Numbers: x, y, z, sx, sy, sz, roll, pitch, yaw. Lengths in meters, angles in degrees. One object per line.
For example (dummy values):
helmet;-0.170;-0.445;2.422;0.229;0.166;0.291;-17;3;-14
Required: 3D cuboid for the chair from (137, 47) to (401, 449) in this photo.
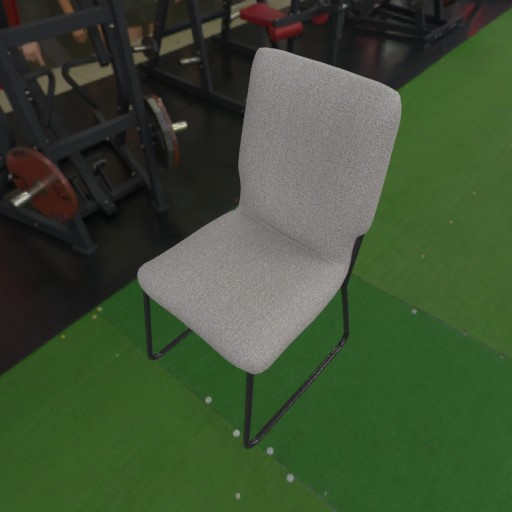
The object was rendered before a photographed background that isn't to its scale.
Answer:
chair;0.000;0.000;1.178;0.448;0.864;0.560;32;53;28
